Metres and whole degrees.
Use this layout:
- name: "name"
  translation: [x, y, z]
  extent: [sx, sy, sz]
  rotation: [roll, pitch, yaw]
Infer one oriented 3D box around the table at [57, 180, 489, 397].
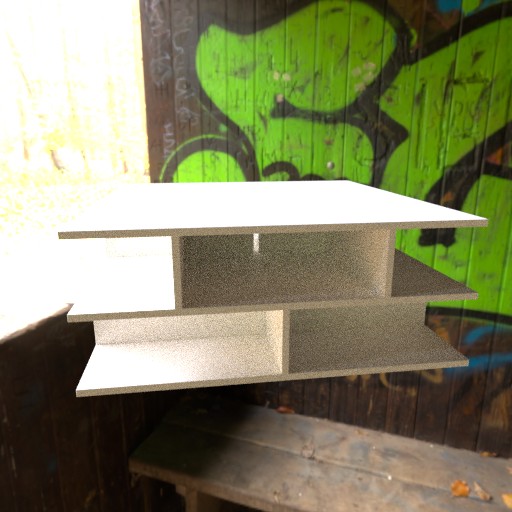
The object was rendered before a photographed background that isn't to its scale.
- name: "table"
  translation: [0.000, 0.000, 1.079]
  extent: [0.700, 0.289, 0.700]
  rotation: [-2, 15, -8]
